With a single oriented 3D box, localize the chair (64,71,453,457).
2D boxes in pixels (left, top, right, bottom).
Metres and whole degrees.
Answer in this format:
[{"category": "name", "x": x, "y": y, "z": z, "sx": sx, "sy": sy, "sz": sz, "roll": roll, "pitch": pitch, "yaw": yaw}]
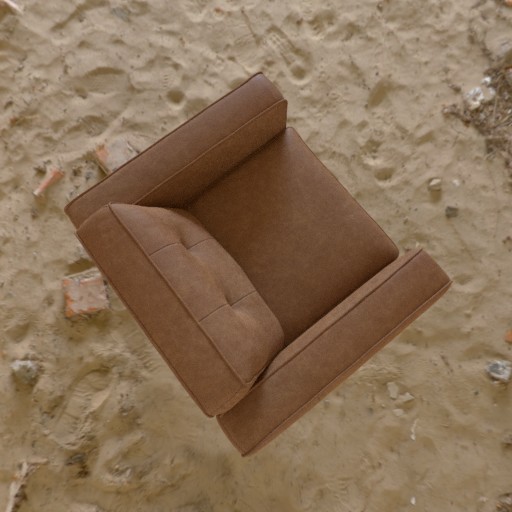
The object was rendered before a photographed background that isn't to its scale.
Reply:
[{"category": "chair", "x": 0.000, "y": 0.000, "z": 1.742, "sx": 0.952, "sy": 0.782, "sz": 1.118, "roll": -38, "pitch": 79, "yaw": -8}]
